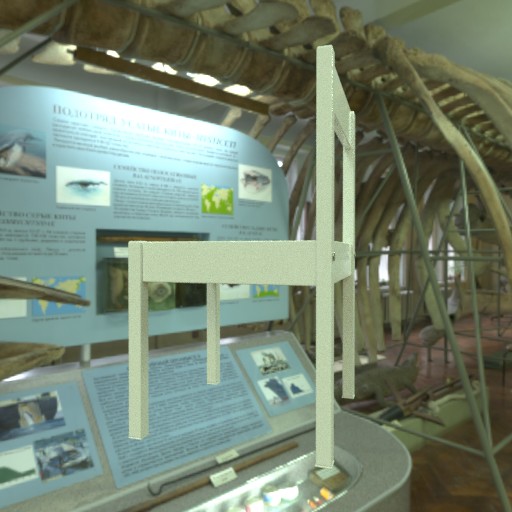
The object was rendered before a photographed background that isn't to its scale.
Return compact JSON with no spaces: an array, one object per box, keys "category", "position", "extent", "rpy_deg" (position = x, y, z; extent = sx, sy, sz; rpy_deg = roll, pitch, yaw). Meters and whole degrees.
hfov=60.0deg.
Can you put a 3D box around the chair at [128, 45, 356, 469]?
[{"category":"chair","position":[0.000,0.000,0.705],"extent":[0.285,0.505,0.285],"rpy_deg":[0,1,18]}]
